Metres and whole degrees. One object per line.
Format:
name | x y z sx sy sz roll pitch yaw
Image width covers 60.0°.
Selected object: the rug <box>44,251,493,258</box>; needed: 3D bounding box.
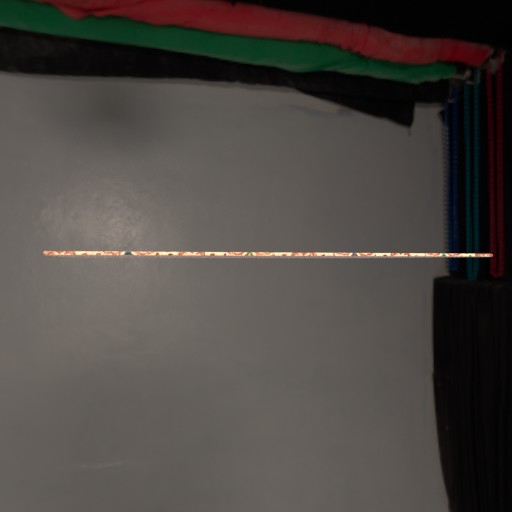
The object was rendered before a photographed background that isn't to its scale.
rug | 0.000 0.000 2.859 2.297 0.018 1.541 0 -1 -18
